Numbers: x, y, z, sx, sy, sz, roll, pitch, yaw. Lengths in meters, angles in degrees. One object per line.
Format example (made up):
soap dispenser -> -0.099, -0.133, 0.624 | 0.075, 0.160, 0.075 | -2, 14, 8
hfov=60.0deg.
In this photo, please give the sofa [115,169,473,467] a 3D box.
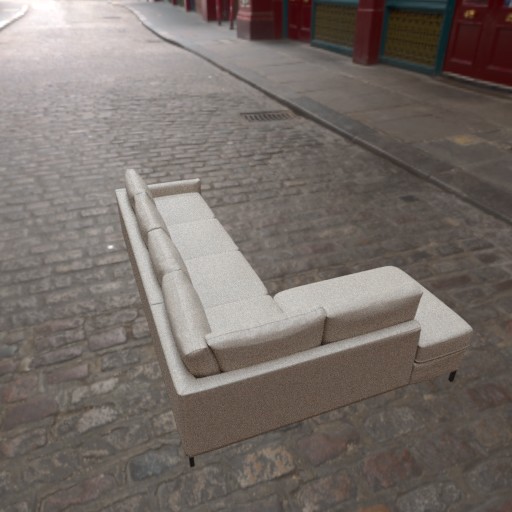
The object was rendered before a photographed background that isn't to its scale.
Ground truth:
sofa -> 0.000, 0.000, 3.104 | 1.617, 0.703, 2.423 | -11, 33, -18
